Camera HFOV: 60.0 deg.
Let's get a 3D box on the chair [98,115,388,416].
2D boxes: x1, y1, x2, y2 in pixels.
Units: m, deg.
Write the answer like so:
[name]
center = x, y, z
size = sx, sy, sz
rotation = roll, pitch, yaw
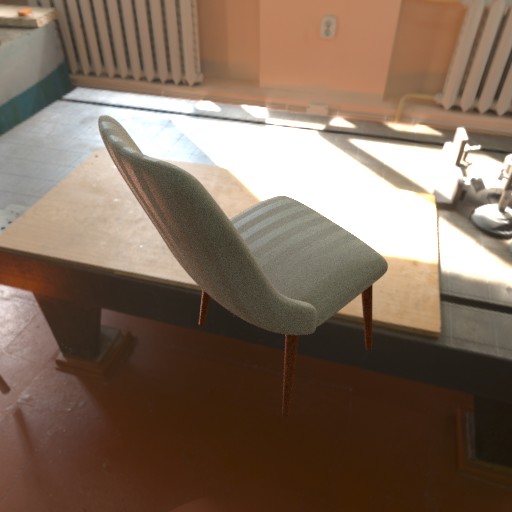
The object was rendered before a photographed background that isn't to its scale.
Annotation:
[chair]
center = 0.000, 0.000, 1.282
size = 0.684, 0.917, 0.526
rotation = -28, 48, -29
